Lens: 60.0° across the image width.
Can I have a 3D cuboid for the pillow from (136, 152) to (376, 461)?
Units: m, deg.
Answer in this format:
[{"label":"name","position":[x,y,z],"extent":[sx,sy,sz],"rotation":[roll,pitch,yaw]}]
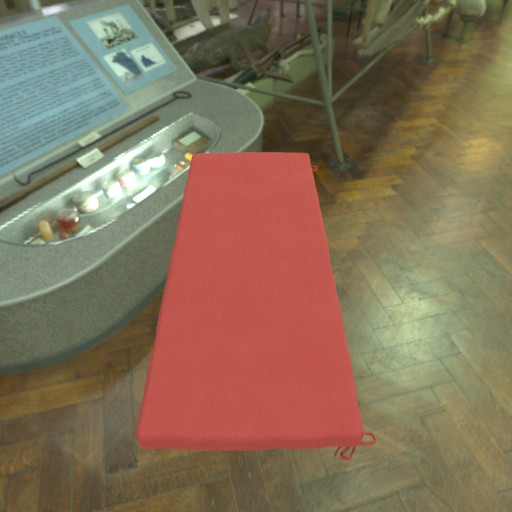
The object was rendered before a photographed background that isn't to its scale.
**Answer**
[{"label":"pillow","position":[0.000,0.000,1.312],"extent":[0.492,0.081,1.187],"rotation":[0,42,0]}]
